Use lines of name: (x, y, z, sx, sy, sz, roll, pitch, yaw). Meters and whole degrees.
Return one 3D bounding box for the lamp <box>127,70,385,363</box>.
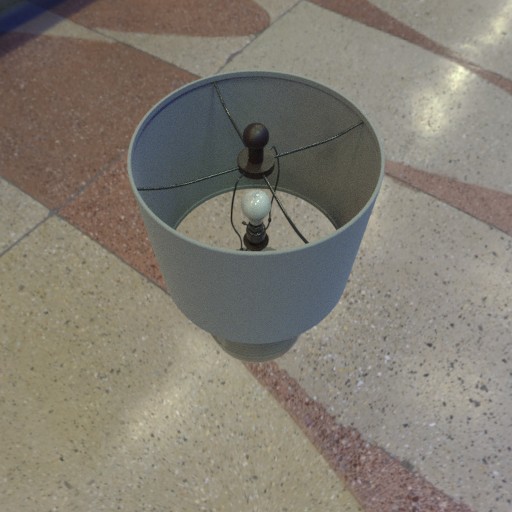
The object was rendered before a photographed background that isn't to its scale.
lamp: (0.000, 0.000, 0.761, 0.318, 0.567, 0.318, 0, 57, 0)
